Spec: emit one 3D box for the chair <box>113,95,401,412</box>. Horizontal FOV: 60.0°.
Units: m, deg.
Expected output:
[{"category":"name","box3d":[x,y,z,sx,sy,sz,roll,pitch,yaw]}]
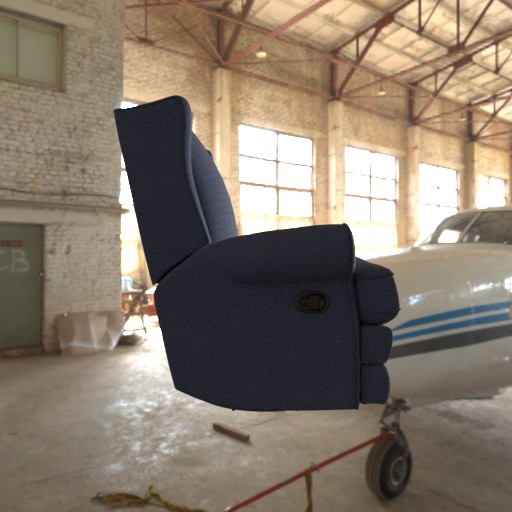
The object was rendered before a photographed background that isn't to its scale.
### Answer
[{"category":"chair","box3d":[0.000,0.000,1.721,0.877,1.020,0.971,0,0,0]}]
